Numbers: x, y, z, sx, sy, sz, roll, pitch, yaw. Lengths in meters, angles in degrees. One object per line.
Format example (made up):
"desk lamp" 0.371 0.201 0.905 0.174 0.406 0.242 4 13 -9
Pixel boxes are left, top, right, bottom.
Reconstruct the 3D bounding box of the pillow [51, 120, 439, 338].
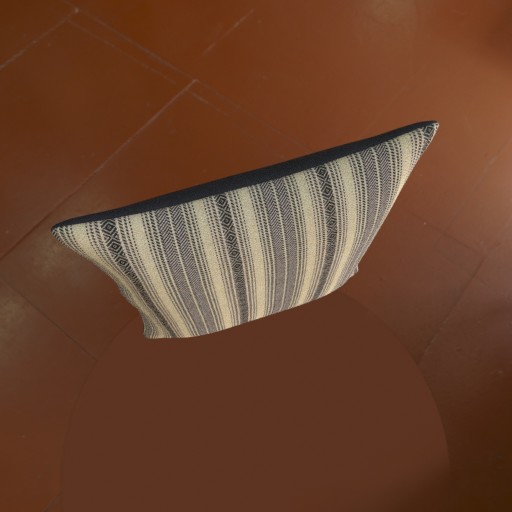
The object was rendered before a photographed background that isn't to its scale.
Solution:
"pillow" 0.000 0.000 0.791 0.520 0.508 0.166 -17 68 -7
